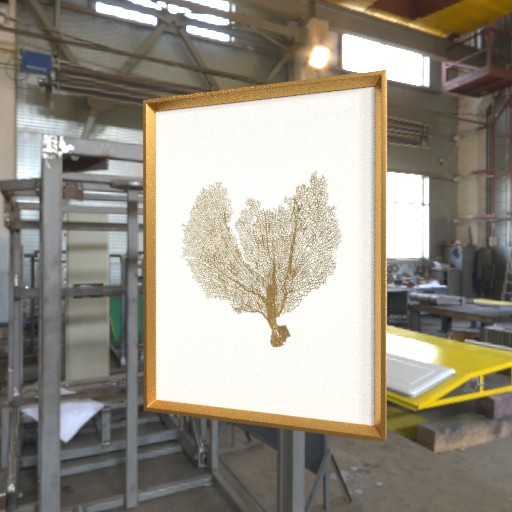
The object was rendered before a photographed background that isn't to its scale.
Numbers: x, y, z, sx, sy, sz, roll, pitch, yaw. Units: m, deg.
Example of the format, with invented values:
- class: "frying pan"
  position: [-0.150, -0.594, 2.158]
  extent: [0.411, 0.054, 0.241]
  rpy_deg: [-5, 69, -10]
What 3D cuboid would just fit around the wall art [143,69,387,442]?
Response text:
- class: "wall art"
  position: [0.000, 0.000, 1.079]
  extent: [0.610, 0.812, 0.038]
  rpy_deg: [0, 0, 19]
